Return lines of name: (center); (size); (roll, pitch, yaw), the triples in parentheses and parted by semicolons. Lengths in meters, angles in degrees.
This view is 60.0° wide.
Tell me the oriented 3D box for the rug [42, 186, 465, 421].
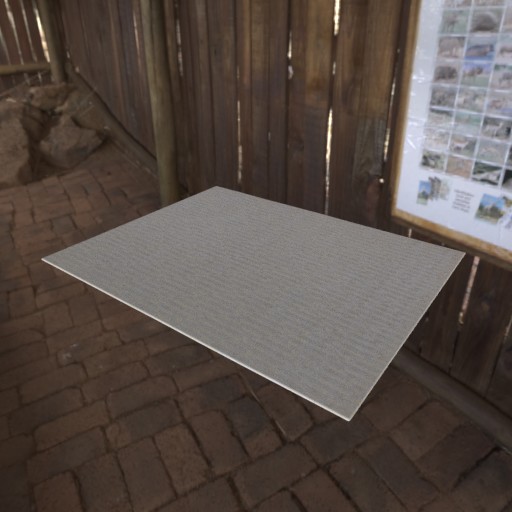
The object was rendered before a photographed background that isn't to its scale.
rug: (0.000, 0.000, 4.059); (3.055, 0.021, 2.410); (20, 34, 32)
